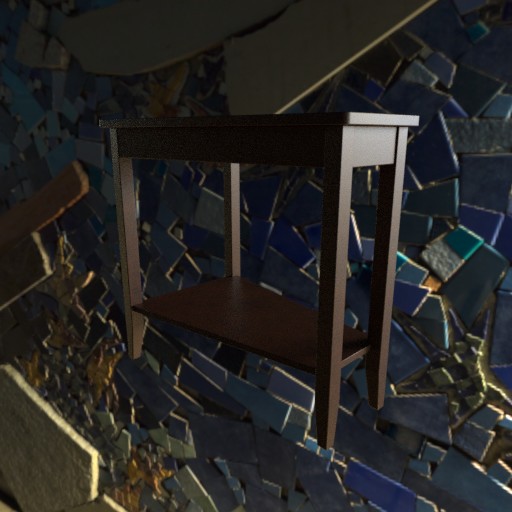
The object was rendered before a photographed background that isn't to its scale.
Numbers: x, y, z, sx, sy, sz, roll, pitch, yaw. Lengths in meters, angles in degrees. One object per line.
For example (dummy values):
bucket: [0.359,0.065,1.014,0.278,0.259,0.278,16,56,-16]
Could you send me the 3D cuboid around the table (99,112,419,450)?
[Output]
table: [0.000,0.000,0.994,0.399,0.589,0.605,-15,21,-42]
